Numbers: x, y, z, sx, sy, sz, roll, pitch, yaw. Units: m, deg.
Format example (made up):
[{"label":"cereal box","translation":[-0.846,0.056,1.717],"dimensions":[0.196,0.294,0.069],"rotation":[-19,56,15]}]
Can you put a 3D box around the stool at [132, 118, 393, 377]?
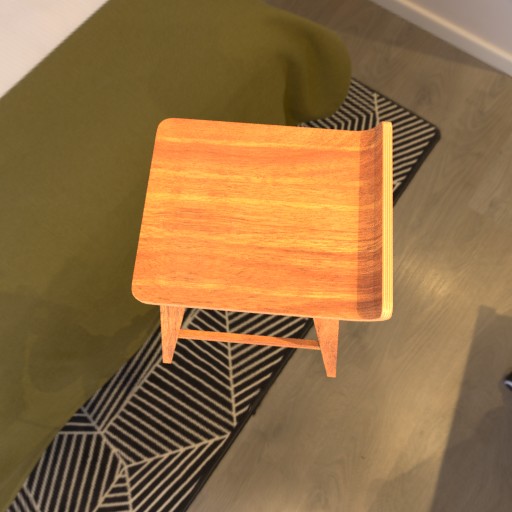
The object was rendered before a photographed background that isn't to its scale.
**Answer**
[{"label":"stool","translation":[0.000,0.000,1.037],"dimensions":[0.500,0.650,0.500],"rotation":[5,74,1]}]
